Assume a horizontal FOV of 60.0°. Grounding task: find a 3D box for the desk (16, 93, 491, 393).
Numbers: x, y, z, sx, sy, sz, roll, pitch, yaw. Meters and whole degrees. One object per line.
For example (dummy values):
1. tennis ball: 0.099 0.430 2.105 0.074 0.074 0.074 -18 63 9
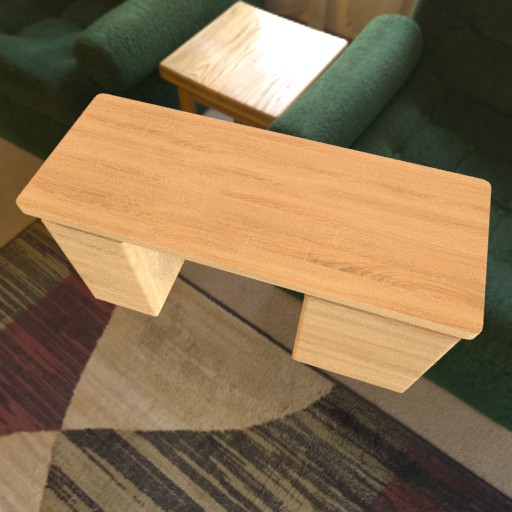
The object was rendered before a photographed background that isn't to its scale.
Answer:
1. desk: 0.000 0.000 1.711 1.400 0.760 0.550 15 60 9
